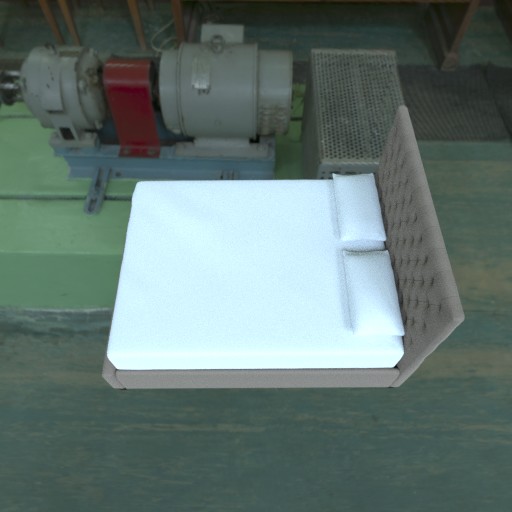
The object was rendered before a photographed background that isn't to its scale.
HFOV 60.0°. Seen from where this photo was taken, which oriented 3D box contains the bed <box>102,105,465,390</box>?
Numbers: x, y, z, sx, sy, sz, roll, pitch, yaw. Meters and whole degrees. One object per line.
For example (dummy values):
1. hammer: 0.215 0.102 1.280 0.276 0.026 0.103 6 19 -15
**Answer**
1. bed: 0.000 0.000 3.363 2.233 1.426 1.696 0 59 0
